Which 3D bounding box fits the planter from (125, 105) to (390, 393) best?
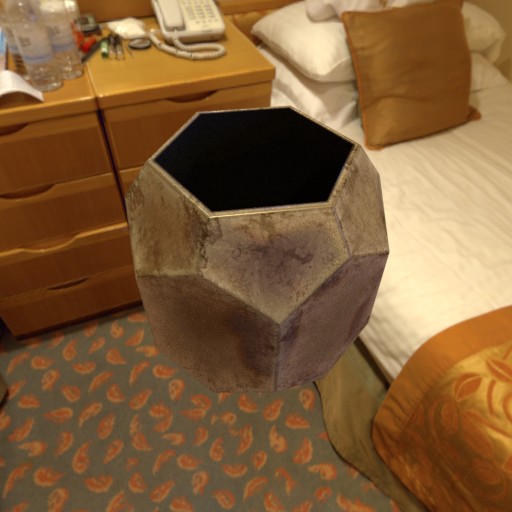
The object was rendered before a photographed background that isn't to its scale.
[{"bbox_3d":[0.000,0.000,0.442,0.243,0.238,0.221,16,47,15],"label":"planter"}]
